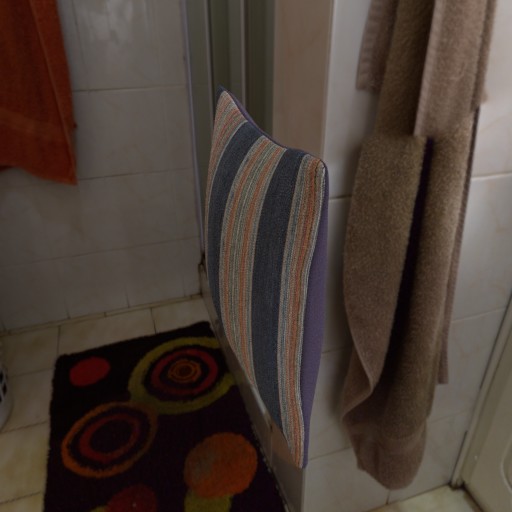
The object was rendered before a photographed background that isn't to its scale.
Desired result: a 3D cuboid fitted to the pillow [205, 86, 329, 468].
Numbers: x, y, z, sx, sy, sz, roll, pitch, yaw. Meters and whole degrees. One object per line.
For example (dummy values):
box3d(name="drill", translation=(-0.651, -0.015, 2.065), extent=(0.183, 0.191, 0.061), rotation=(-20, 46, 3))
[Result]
box3d(name="pillow", translation=(0.000, 0.000, 0.659), extent=(0.136, 0.419, 0.437), rotation=(-8, 31, -14))
